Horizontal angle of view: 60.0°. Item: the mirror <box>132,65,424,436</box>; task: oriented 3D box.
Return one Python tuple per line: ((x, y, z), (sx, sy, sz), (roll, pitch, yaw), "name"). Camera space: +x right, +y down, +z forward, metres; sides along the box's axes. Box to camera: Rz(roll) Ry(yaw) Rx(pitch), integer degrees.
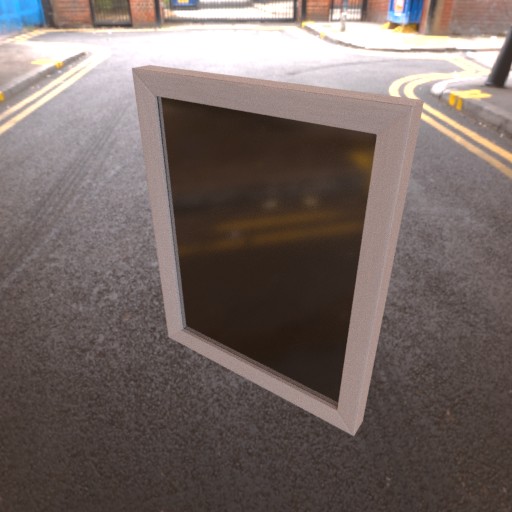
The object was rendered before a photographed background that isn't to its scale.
((0.000, 0.000, 0.681), (0.405, 0.508, 0.041), (20, 37, 29), "mirror")
